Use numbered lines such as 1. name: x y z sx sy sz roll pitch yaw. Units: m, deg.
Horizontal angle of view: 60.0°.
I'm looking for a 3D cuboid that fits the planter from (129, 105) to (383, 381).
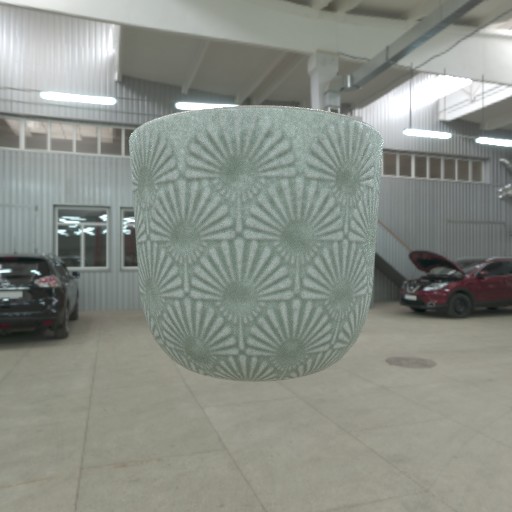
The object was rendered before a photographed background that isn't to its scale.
1. planter: 0.000 0.000 0.307 0.170 0.152 0.170 0 0 0
